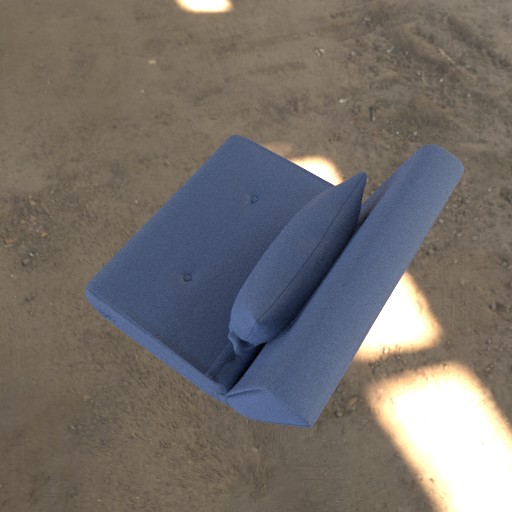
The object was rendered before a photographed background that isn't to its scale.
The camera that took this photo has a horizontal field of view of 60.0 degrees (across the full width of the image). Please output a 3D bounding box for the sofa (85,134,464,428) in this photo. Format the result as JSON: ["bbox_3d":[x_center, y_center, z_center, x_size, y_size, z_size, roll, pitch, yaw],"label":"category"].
[{"bbox_3d":[0.000,0.000,1.725,0.996,0.860,0.999,31,66,16],"label":"sofa"}]
